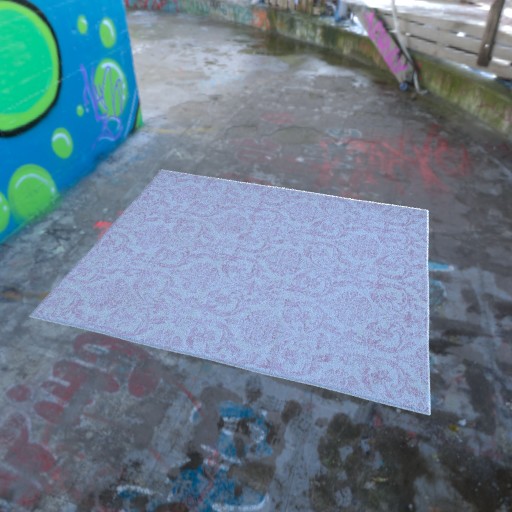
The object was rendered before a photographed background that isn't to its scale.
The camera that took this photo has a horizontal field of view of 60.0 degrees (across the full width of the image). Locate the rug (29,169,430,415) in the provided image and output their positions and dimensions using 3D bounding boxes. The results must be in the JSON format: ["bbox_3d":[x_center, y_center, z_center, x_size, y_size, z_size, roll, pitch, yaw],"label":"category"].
[{"bbox_3d":[0.000,0.000,3.979,2.980,0.012,2.363,11,42,12],"label":"rug"}]
